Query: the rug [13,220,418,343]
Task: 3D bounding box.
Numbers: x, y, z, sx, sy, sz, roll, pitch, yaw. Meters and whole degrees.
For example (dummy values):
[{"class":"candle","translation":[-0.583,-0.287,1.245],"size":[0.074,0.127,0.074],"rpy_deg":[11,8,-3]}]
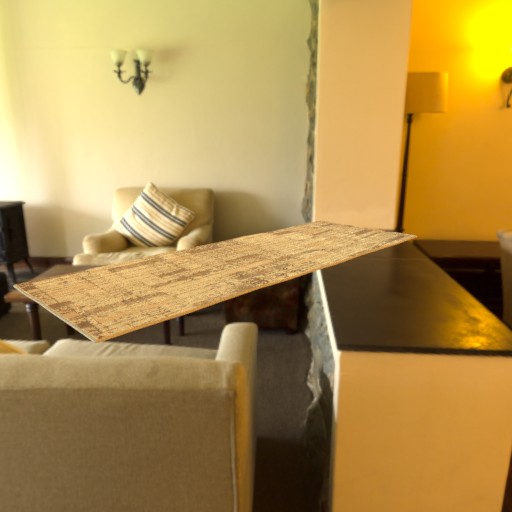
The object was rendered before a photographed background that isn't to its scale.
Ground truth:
[{"class":"rug","translation":[0.000,0.000,2.599],"size":[2.383,0.018,0.857],"rpy_deg":[-14,21,-43]}]
